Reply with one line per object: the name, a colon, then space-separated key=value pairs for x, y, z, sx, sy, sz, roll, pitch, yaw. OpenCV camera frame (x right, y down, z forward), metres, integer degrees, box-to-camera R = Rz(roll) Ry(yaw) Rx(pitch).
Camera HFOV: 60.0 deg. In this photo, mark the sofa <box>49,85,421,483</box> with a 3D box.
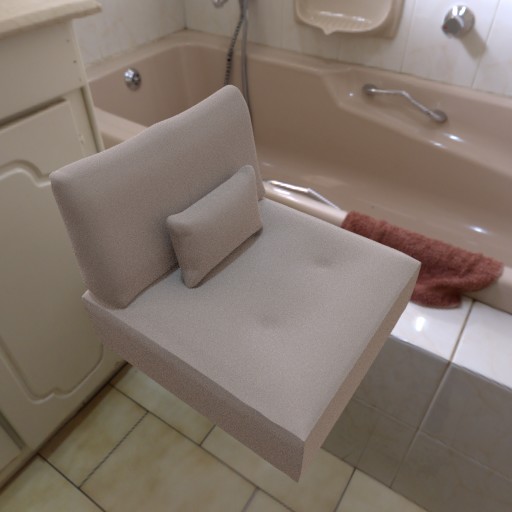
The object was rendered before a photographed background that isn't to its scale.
sofa: x=0.000 y=0.000 z=1.661 sx=1.000 sy=0.828 sz=0.935 roll=25 pitch=48 yaw=26
